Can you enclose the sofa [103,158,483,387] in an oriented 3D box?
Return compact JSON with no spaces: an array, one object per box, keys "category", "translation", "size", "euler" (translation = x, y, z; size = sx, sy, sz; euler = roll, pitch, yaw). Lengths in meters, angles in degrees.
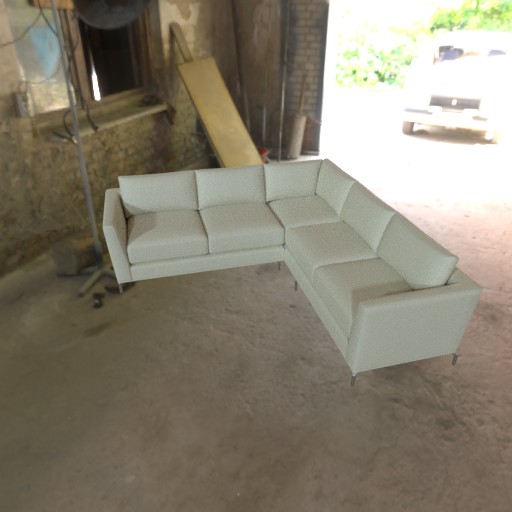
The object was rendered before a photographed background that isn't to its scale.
[{"category":"sofa","translation":[0.000,0.000,3.733],"size":[2.430,0.867,2.448],"euler":[-7,31,-13]}]
